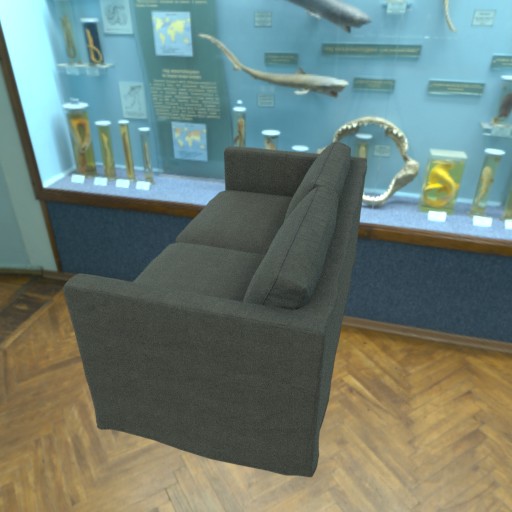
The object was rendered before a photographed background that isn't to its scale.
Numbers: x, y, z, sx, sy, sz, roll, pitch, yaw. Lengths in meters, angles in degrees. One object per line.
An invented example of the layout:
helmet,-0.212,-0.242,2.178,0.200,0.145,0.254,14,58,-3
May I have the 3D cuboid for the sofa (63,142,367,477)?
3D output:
sofa,0.000,0.000,2.319,0.974,0.854,1.802,8,31,14
